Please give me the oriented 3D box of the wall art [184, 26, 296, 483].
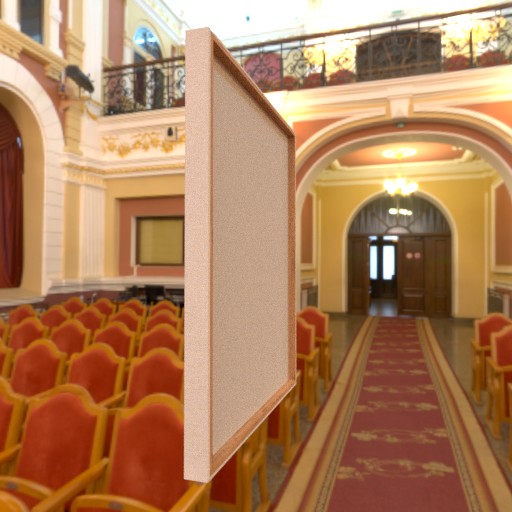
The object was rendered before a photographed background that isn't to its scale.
[{"bbox_3d":[0.000,0.000,0.833,0.037,0.606,0.508,0,-1,18],"label":"wall art"}]
